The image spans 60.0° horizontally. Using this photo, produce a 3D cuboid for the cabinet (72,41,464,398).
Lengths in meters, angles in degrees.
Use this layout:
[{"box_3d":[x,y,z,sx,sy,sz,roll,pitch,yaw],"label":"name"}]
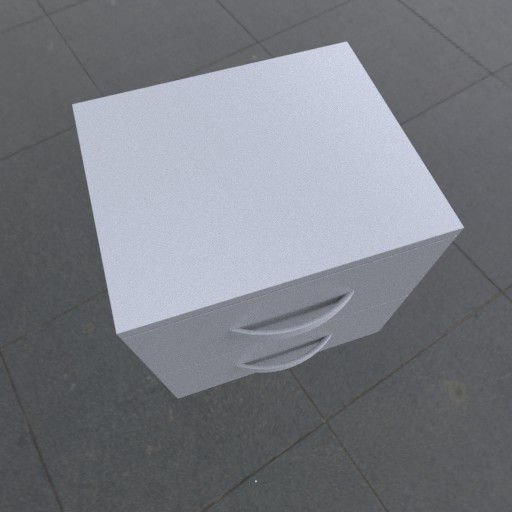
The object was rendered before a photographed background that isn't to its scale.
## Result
[{"box_3d":[0.000,0.000,0.754,0.400,0.470,0.360,-16,64,-8],"label":"cabinet"}]
